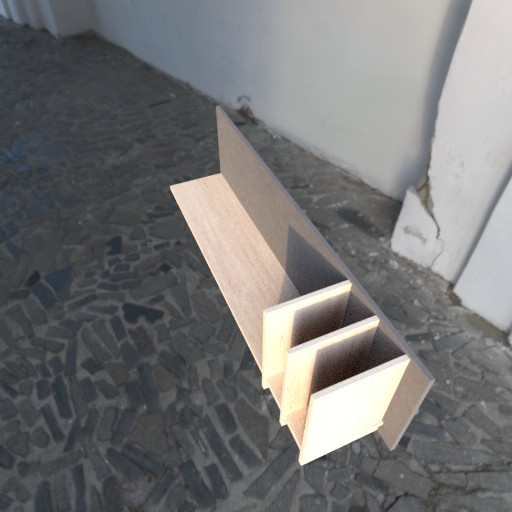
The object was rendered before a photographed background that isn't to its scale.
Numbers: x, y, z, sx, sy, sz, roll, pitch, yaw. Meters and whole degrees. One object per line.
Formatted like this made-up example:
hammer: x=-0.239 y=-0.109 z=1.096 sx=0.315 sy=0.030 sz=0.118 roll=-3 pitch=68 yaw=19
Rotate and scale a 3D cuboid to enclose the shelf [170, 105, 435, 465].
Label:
shelf: x=0.000 y=0.000 z=1.134 sx=0.200 sy=0.300 sz=1.020 roll=-18 pitch=49 yaw=-16
